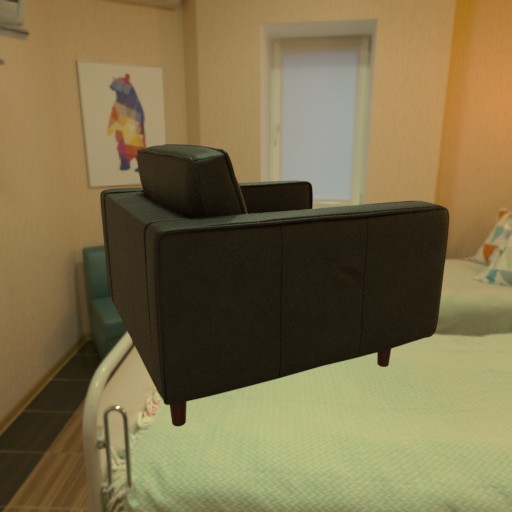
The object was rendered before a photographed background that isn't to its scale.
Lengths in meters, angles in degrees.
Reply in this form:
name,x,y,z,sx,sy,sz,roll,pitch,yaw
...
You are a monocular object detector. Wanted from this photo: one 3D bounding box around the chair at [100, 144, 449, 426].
name,x,y,z,sx,sy,sz,roll,pitch,yaw
chair,0.000,0.000,1.561,0.914,0.763,0.889,-7,17,-25
